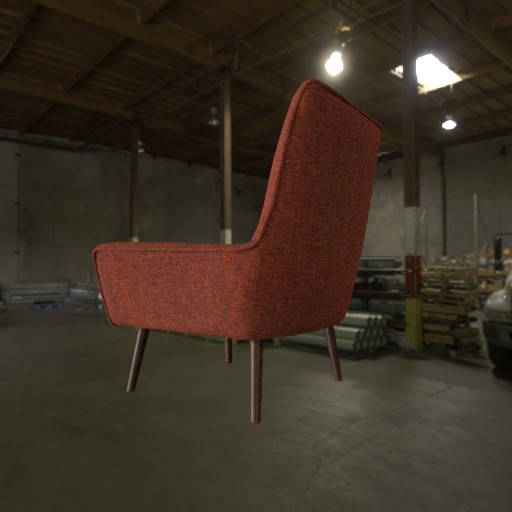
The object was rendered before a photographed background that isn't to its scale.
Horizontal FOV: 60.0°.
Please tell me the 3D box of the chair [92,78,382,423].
[{"bbox_3d":[0.000,0.000,1.531,0.784,0.911,0.803,-1,-2,35],"label":"chair"}]
